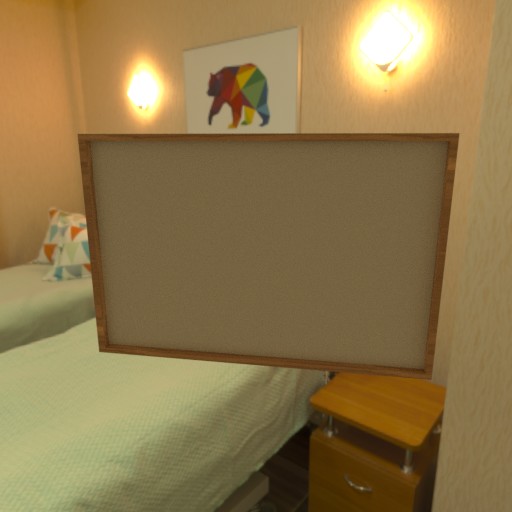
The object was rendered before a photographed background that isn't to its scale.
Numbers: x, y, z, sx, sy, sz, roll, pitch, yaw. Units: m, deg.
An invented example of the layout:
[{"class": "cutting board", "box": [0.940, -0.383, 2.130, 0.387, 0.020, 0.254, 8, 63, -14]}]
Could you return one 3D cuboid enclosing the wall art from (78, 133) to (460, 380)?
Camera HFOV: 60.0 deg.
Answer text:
[{"class": "wall art", "box": [0.000, 0.000, 0.754, 0.604, 0.402, 0.018, 2, 15, 9]}]
